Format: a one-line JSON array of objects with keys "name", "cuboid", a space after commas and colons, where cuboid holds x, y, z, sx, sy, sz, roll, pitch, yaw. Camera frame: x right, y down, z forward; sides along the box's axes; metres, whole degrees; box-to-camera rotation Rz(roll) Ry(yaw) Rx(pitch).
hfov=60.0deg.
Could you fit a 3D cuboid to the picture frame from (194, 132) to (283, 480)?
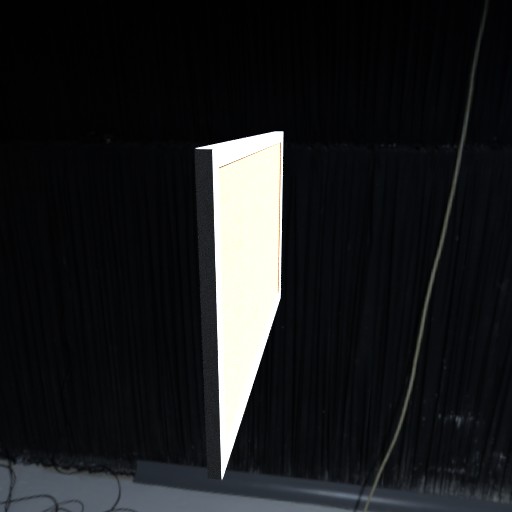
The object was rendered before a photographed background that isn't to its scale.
[{"name": "picture frame", "cuboid": [0.000, 0.000, 1.234, 0.029, 0.640, 0.950, 3, 17, 9]}]
